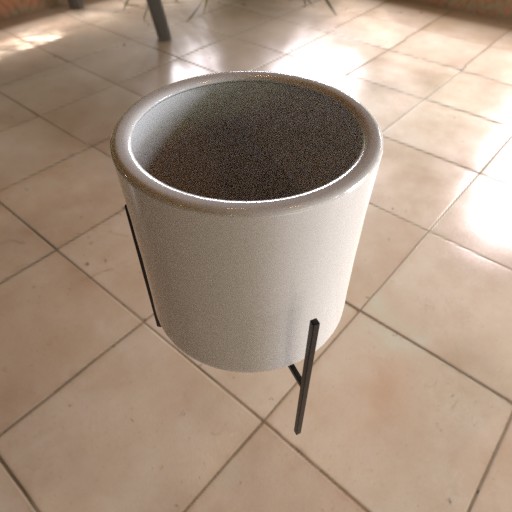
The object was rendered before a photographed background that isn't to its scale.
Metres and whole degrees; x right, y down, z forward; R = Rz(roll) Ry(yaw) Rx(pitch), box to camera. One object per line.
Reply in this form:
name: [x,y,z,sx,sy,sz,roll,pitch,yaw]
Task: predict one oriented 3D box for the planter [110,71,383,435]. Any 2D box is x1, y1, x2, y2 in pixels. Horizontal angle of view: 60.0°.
planter: [0.000,0.000,0.720,0.360,0.480,0.361,31,53,27]
